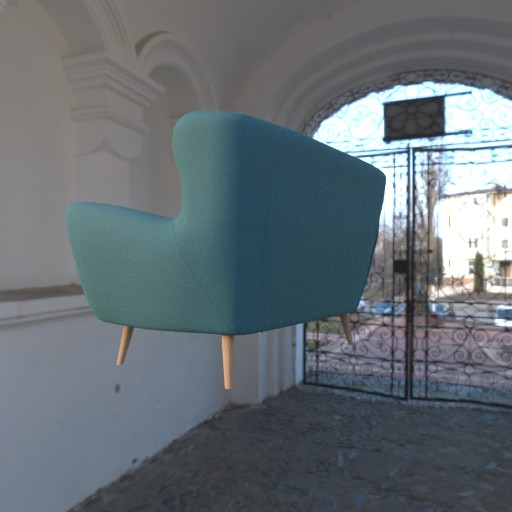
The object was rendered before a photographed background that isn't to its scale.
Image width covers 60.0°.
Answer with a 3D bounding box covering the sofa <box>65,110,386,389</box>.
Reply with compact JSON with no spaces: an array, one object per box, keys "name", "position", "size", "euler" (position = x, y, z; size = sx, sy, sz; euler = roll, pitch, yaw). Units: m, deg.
[{"name":"sofa","position":[0.000,0.000,2.007],"size":[0.889,0.889,1.397],"euler":[0,-1,37]}]
